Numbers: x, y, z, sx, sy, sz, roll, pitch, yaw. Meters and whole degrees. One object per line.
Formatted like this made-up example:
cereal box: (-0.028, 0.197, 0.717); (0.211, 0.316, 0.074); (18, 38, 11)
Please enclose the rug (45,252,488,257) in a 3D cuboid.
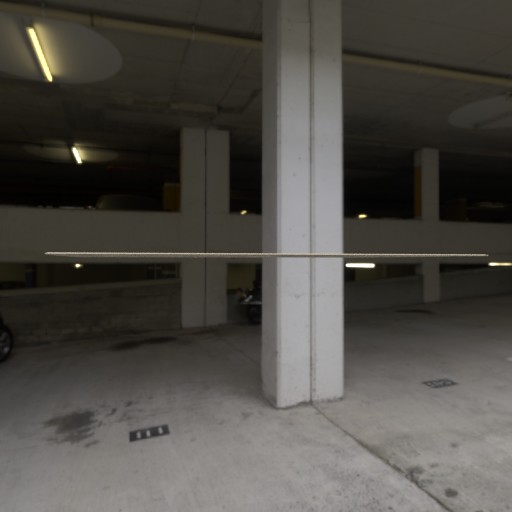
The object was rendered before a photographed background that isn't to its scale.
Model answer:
rug: (0.000, 0.000, 2.871); (2.284, 0.008, 1.522); (0, -1, -17)
